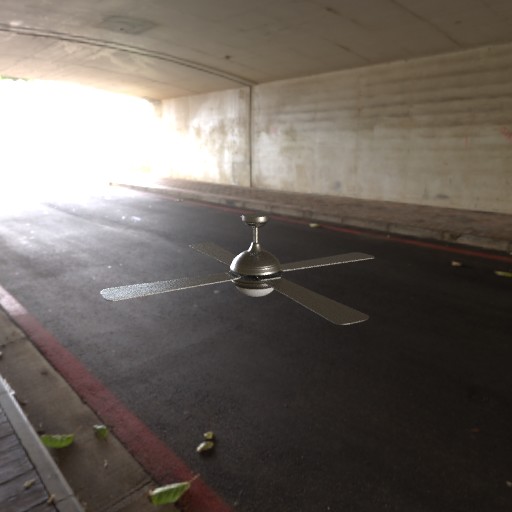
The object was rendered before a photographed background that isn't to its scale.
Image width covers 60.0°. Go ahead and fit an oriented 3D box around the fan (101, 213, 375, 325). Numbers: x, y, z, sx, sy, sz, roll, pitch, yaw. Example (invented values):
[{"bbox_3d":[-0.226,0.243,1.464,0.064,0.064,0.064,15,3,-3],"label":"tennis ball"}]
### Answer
[{"bbox_3d":[0.000,0.000,2.049,1.321,0.381,1.321,-2,14,-8],"label":"fan"}]
